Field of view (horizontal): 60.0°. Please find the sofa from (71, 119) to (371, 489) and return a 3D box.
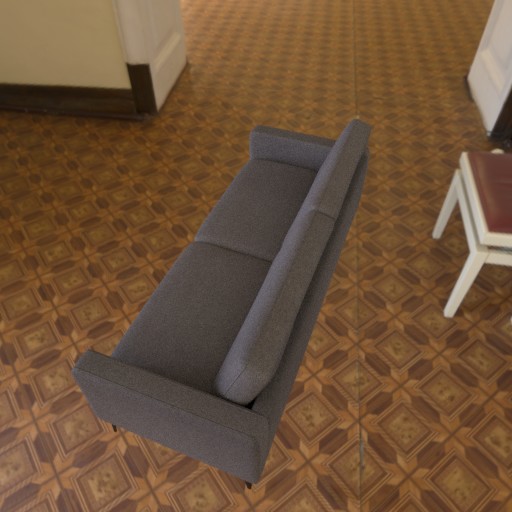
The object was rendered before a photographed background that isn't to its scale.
[{"bbox_3d":[0.000,0.000,2.298,0.774,0.828,1.925,16,48,15],"label":"sofa"}]
